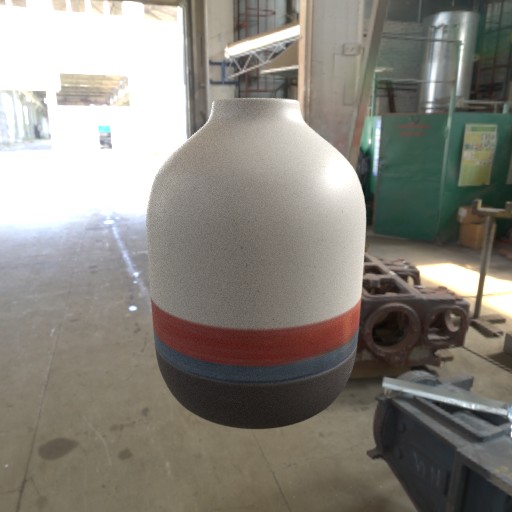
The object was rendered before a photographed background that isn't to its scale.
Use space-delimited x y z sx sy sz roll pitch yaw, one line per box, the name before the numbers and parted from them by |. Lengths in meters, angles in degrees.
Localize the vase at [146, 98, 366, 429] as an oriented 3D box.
vase | 0.000 0.000 0.358 0.169 0.237 0.169 0 16 0
